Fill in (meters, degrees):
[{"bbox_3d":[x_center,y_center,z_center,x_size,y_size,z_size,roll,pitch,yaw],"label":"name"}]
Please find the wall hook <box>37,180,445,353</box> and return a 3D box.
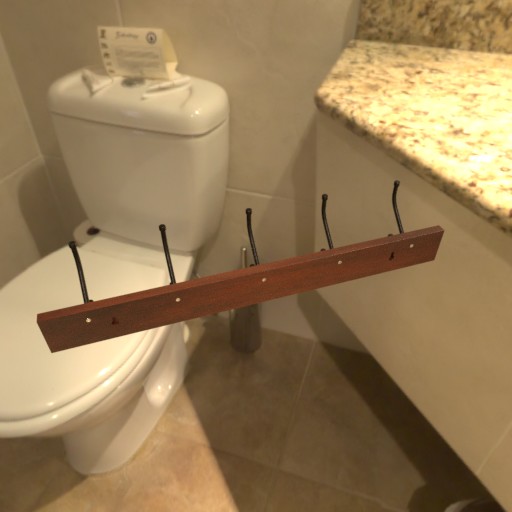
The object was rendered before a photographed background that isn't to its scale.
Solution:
[{"bbox_3d":[0.000,0.000,0.620,0.571,0.117,0.071,-12,42,-14],"label":"wall hook"}]
